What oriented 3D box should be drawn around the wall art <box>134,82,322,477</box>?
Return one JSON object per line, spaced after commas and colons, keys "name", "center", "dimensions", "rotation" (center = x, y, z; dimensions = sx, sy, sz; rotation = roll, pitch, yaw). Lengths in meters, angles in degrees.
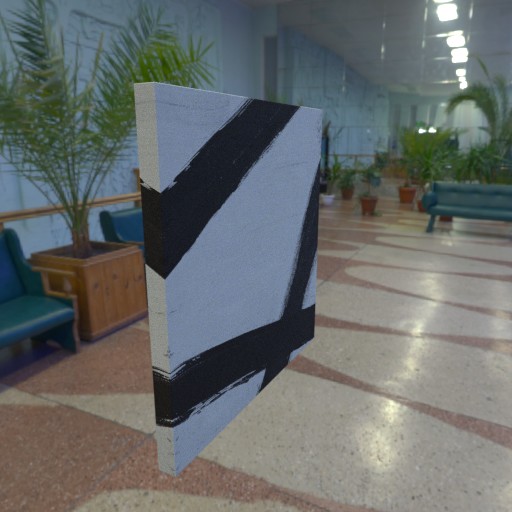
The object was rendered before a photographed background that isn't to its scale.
{"name": "wall art", "center": [0.000, 0.000, 1.152], "dimensions": [0.046, 0.765, 0.765], "rotation": [8, 17, 28]}
